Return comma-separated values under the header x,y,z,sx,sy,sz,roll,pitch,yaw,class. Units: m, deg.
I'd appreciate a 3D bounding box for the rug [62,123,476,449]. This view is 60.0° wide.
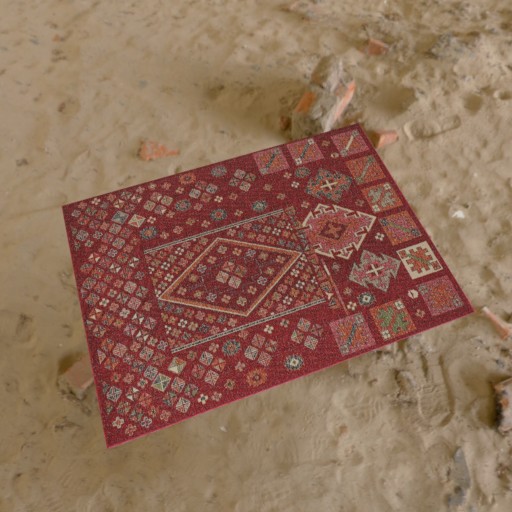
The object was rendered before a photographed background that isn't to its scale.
x,y,z,sx,sy,sz,roll,pitch,yaw,class
0.000,0.000,4.200,3.306,0.011,2.389,-18,64,-9,rug
